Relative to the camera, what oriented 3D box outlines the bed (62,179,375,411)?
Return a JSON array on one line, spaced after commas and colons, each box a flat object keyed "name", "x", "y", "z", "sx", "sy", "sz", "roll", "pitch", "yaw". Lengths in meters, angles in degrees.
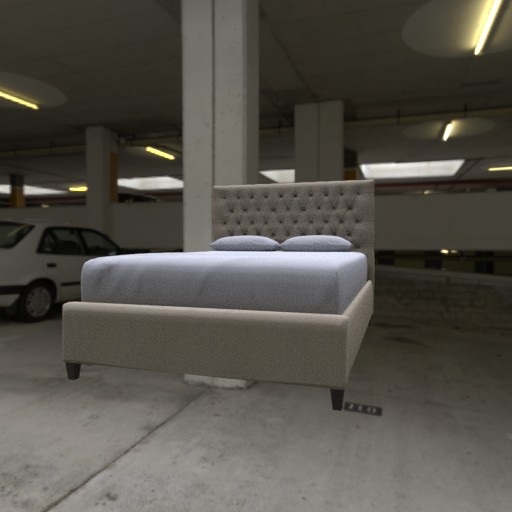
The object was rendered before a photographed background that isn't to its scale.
[{"name": "bed", "x": 0.000, "y": 0.000, "z": 3.494, "sx": 1.698, "sy": 1.427, "sz": 2.387, "roll": 1, "pitch": 2, "yaw": 18}]
